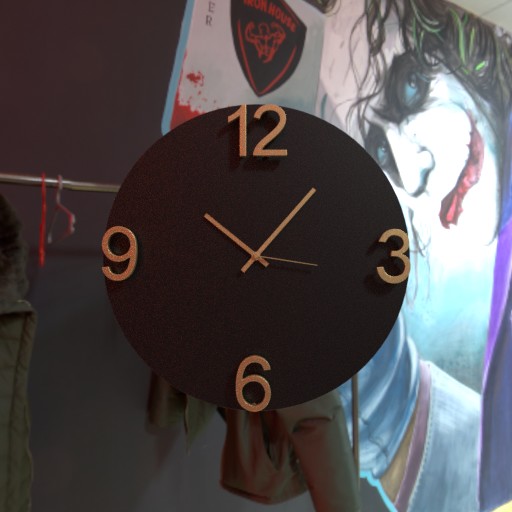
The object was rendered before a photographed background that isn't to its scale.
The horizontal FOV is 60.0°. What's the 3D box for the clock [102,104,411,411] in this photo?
[{"bbox_3d":[0.000,0.000,0.657,0.454,0.454,0.038,0,-2,1],"label":"clock"}]
